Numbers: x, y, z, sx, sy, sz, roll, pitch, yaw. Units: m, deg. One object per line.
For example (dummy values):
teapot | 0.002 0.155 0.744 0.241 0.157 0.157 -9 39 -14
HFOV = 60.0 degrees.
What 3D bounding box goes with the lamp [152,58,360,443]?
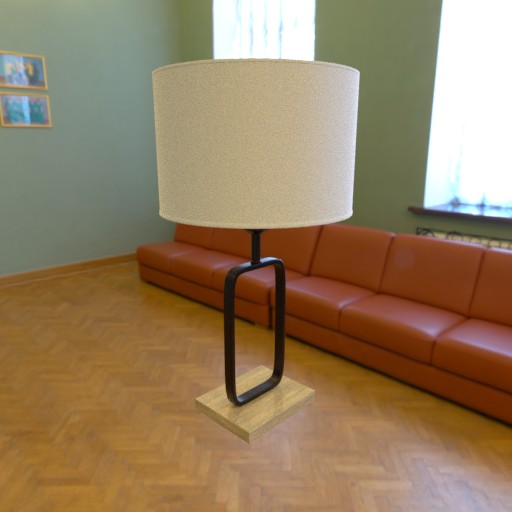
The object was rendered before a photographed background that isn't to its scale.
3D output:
lamp | 0.000 0.000 0.671 0.279 0.508 0.279 14 20 43
